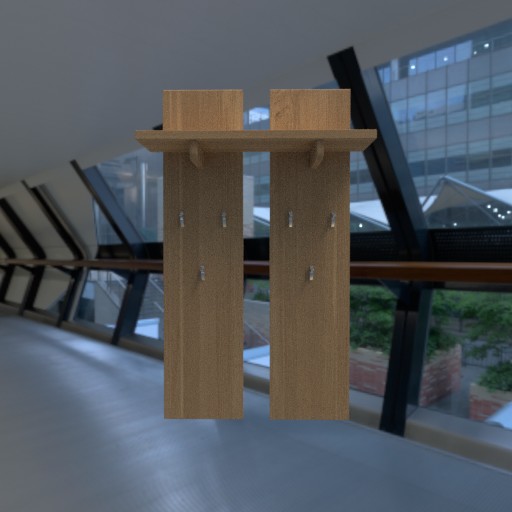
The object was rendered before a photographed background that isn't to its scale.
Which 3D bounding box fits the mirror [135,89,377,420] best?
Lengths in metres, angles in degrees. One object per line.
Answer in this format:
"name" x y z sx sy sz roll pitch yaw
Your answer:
"mirror" 0.000 0.000 1.604 0.800 1.250 0.260 0 1 1
